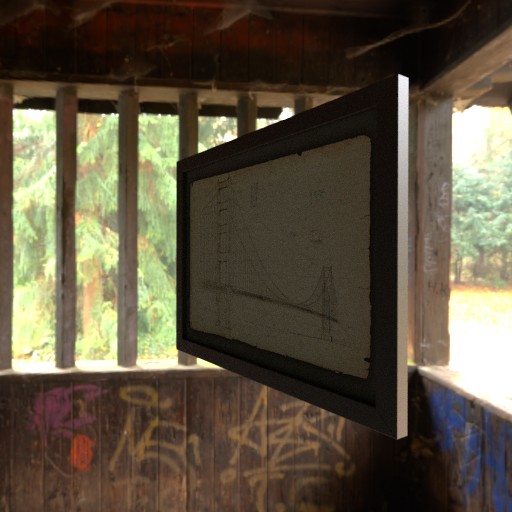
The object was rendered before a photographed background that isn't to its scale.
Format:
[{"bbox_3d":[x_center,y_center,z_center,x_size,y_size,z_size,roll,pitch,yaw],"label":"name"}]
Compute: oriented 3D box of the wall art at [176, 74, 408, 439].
[{"bbox_3d":[0.000,0.000,0.552,0.016,0.306,0.432,0,0,-35],"label":"wall art"}]
